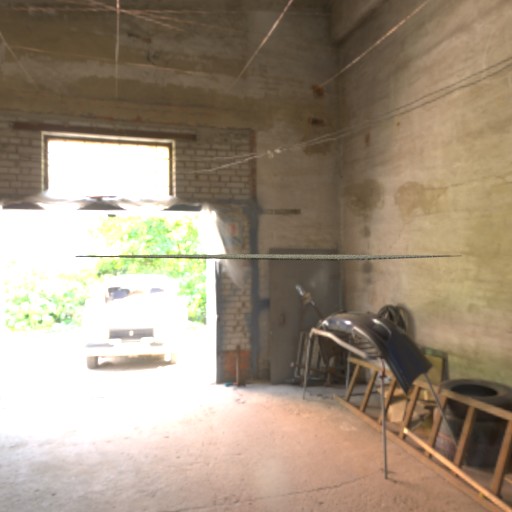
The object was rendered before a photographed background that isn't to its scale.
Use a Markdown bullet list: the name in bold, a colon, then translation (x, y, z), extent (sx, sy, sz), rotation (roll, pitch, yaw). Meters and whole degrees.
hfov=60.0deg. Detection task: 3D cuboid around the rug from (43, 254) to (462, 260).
- **rug**: translation (0.000, 0.000, 4.112), extent (3.056, 0.010, 2.437), rotation (0, 1, 36)
